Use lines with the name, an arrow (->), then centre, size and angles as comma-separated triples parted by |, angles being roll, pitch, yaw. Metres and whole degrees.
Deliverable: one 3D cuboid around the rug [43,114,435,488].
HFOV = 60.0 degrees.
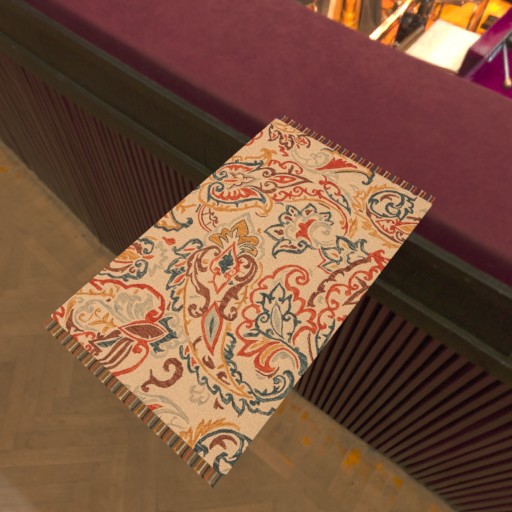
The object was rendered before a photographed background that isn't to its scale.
rug -> 0.000, 0.000, 3.171 | 1.523, 0.010, 2.584 | 35, 65, 19
